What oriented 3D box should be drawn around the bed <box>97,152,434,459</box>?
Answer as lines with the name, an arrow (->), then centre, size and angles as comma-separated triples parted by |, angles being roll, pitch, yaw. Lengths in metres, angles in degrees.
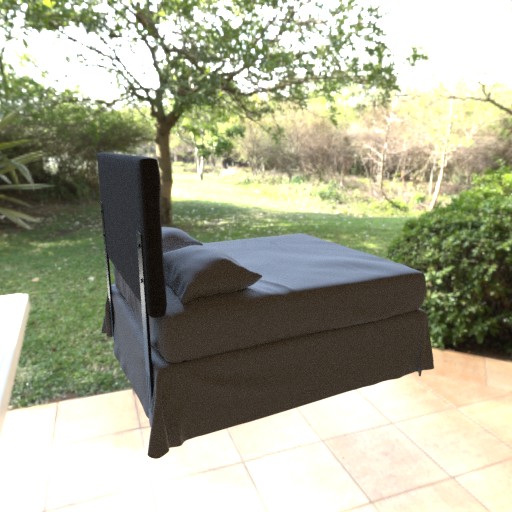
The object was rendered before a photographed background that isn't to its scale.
bed -> 0.000, 0.000, 3.479 | 2.222, 1.577, 1.936 | -7, 16, -26
